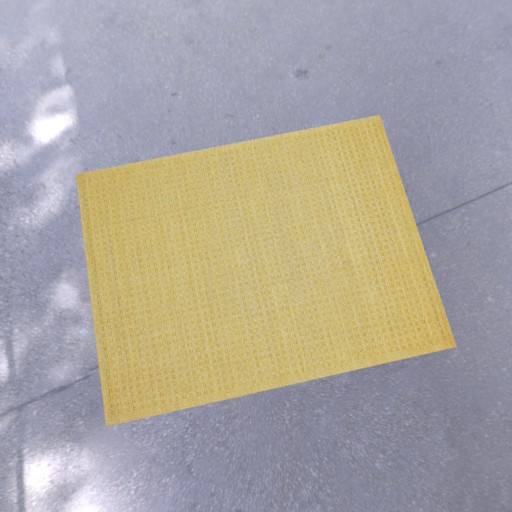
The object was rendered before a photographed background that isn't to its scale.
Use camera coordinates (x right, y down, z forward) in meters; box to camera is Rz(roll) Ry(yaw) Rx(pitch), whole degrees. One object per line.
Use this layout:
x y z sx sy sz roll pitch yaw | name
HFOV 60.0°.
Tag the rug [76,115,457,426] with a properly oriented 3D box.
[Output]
0.000 0.000 4.319 3.242 0.015 2.486 -12 75 -3 | rug
